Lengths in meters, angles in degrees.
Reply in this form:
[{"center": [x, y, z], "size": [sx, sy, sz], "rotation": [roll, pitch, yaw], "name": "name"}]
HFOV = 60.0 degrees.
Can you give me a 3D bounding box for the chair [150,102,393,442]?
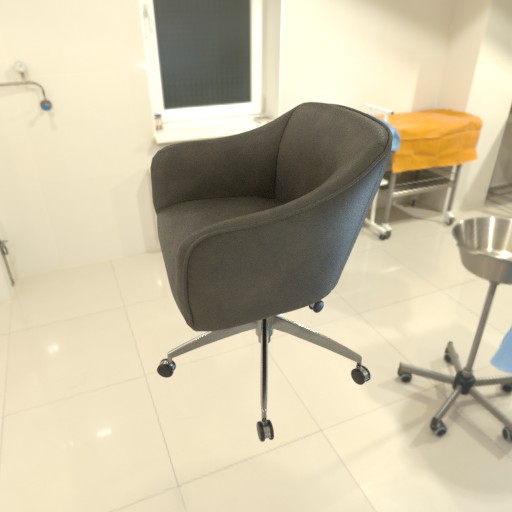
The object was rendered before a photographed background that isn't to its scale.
[{"center": [0.000, 0.000, 1.371], "size": [0.689, 0.827, 0.713], "rotation": [-8, 31, -14], "name": "chair"}]
